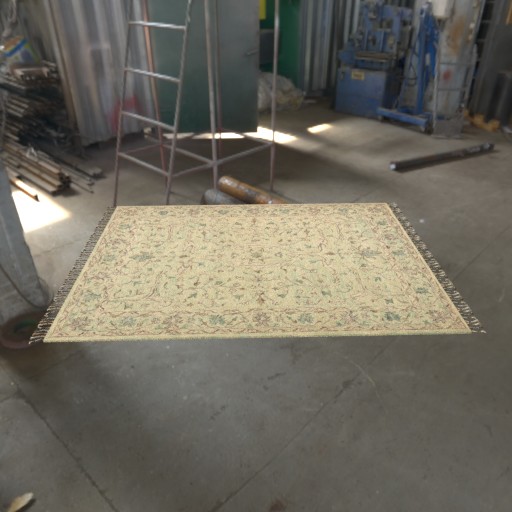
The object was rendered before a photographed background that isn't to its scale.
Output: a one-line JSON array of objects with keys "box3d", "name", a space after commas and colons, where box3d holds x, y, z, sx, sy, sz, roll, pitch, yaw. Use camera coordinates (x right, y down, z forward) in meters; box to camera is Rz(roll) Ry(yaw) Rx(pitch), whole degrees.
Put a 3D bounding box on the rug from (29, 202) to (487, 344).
[{"box3d": [0.000, 0.000, 2.258, 1.802, 0.008, 1.247, -1, 32, -1], "name": "rug"}]
